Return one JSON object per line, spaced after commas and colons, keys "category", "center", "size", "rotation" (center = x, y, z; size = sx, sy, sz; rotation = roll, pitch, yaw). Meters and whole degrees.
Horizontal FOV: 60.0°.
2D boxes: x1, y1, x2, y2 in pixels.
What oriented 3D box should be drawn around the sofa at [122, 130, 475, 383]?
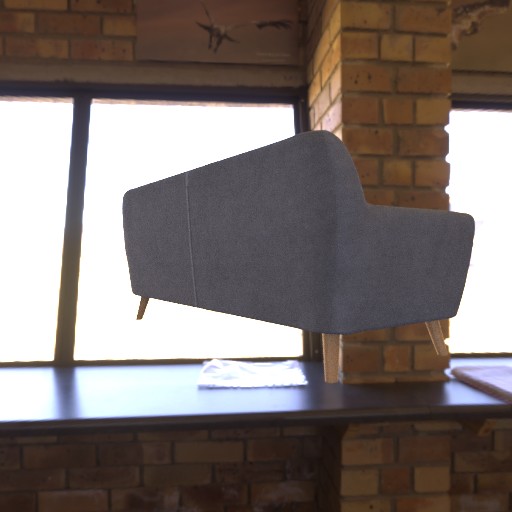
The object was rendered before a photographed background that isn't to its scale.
{"category": "sofa", "center": [0.000, 0.000, 2.351], "size": [0.830, 0.830, 1.970], "rotation": [0, 0, -36]}
